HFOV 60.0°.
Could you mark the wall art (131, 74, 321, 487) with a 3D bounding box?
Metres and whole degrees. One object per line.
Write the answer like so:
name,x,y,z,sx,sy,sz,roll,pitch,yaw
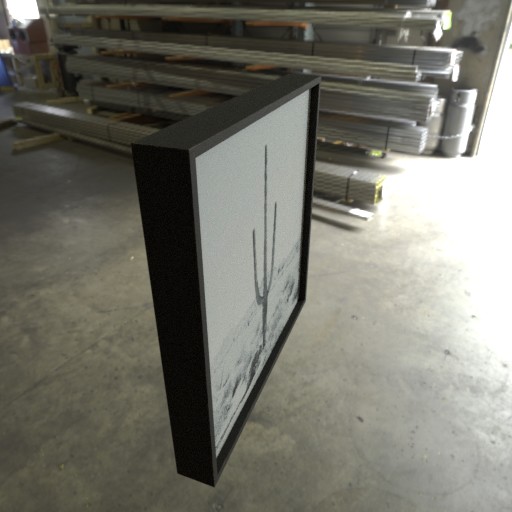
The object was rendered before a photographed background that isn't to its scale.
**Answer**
wall art,0.000,0.000,0.448,0.038,0.305,0.305,11,31,18
